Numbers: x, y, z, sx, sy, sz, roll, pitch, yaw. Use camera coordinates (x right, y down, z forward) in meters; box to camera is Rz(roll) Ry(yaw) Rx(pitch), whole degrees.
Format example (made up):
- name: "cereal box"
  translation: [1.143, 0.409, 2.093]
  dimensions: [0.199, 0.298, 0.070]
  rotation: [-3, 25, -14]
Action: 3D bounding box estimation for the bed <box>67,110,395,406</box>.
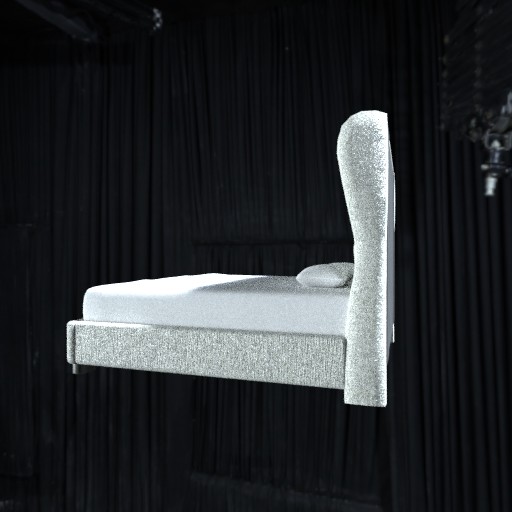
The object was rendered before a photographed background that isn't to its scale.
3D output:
- name: "bed"
  translation: [0.000, 0.000, 3.991]
  dimensions: [2.347, 1.771, 2.219]
  rotation: [0, 0, 19]
